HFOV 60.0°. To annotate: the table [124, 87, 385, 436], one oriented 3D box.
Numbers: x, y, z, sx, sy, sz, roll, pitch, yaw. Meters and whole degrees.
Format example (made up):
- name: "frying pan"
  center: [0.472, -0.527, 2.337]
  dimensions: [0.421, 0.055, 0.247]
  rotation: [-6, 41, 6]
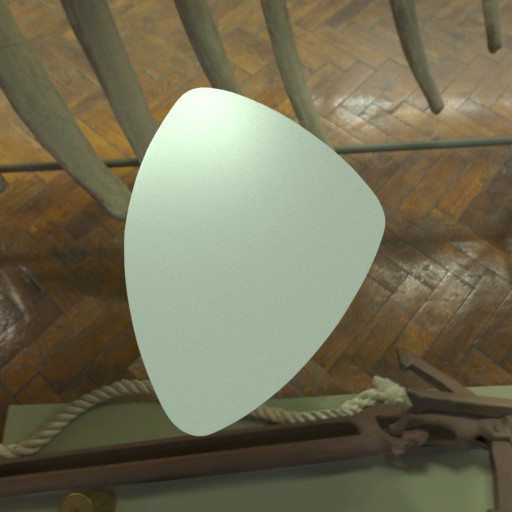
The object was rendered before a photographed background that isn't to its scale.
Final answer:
- name: "table"
  center: [0.000, 0.000, 1.639]
  dimensions: [0.850, 0.440, 1.250]
  rotation: [-3, 64, -1]
